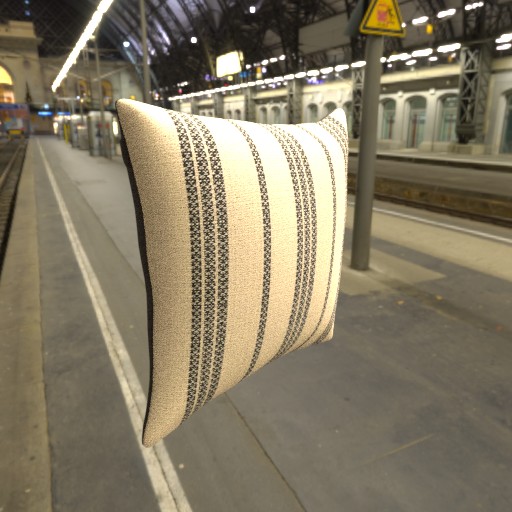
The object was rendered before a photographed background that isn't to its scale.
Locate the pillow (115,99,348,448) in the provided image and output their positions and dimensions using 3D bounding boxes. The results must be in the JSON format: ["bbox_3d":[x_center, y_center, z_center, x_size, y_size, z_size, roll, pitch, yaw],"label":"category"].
[{"bbox_3d":[0.000,0.000,0.627,0.173,0.406,0.405,15,22,41],"label":"pillow"}]
